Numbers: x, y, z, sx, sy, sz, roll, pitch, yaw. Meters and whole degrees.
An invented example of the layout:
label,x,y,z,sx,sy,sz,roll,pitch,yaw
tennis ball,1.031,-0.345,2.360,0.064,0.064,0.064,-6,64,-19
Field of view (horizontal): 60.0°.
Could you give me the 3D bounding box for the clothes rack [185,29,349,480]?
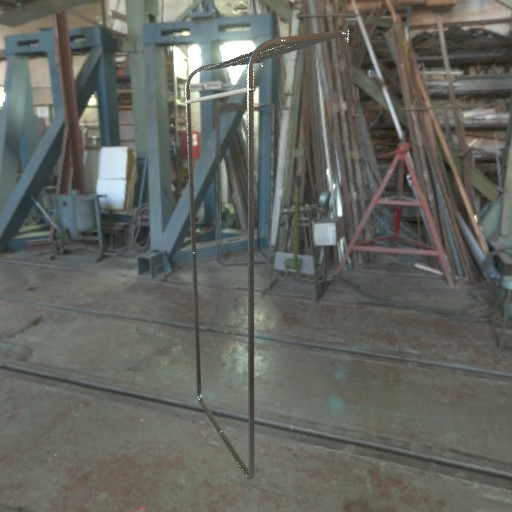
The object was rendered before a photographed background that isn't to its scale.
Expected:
label,x,y,z,sx,sy,sz,roll,pitch,yaw
clothes rack,0.000,0.000,1.780,0.349,1.574,0.609,-7,17,-25
